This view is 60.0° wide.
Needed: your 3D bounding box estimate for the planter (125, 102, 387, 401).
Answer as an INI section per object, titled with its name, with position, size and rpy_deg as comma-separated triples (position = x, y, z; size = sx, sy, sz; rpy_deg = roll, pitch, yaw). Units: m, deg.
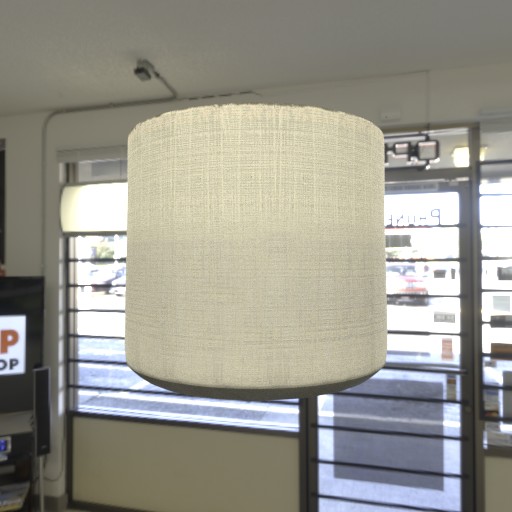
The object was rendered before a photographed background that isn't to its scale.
[planter]
position = 0.000, 0.000, 0.398
size = 0.226, 0.201, 0.226
rpy_deg = 0, -1, 0
